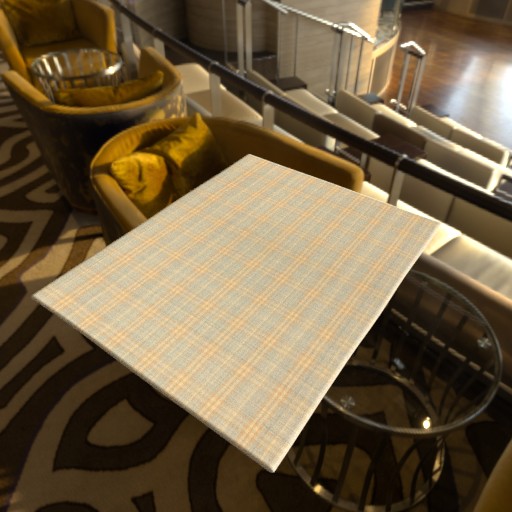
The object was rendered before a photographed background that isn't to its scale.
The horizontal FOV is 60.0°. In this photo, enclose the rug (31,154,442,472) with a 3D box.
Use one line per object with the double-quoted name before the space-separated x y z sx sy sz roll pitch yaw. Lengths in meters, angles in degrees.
"rug" 0.000 0.000 4.096 2.462 0.030 3.066 25 47 26
